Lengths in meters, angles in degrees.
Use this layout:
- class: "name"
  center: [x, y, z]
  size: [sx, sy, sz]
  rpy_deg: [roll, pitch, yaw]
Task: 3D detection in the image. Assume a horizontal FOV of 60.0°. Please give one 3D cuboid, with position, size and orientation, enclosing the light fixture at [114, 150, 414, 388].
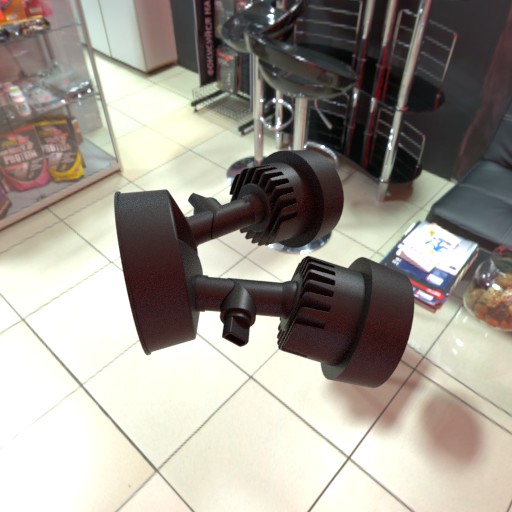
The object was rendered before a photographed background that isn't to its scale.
- class: "light fixture"
  center: [0.000, 0.000, 0.312]
  size: [0.168, 0.120, 0.213]
  rpy_deg: [-11, 47, -10]
